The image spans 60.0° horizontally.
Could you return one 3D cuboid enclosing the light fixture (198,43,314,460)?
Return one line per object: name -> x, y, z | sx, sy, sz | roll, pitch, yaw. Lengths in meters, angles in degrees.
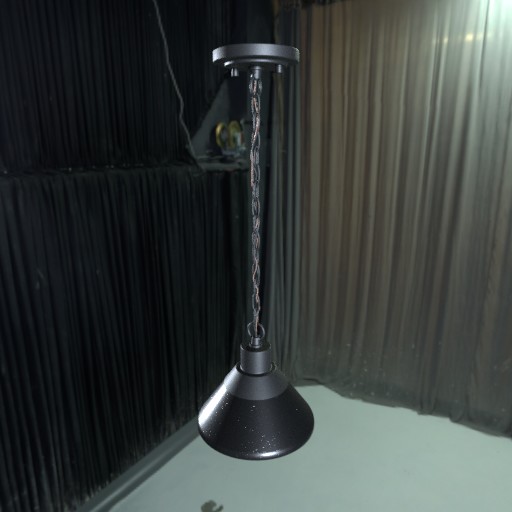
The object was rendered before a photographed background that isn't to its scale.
light fixture -> 0.000, 0.000, 0.693 | 0.201, 0.588, 0.201 | 8, 17, 27
